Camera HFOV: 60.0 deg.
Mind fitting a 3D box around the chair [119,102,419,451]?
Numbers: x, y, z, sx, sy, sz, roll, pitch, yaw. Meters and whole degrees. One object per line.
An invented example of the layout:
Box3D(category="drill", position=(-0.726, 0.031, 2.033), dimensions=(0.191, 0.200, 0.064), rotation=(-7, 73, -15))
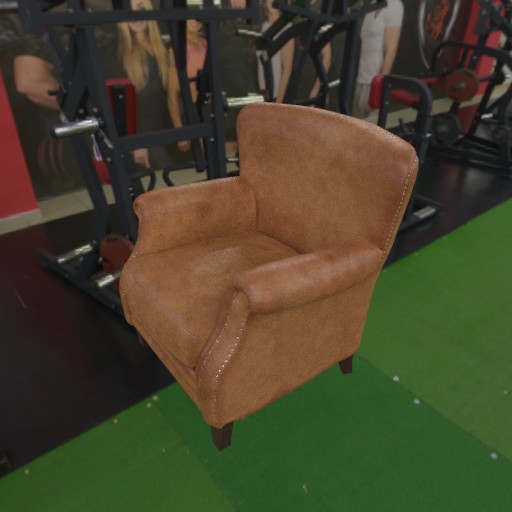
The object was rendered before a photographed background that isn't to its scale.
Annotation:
Box3D(category="chair", position=(0.000, 0.000, 1.679), dimensions=(0.921, 0.936, 0.861), rotation=(-21, 38, -31))
